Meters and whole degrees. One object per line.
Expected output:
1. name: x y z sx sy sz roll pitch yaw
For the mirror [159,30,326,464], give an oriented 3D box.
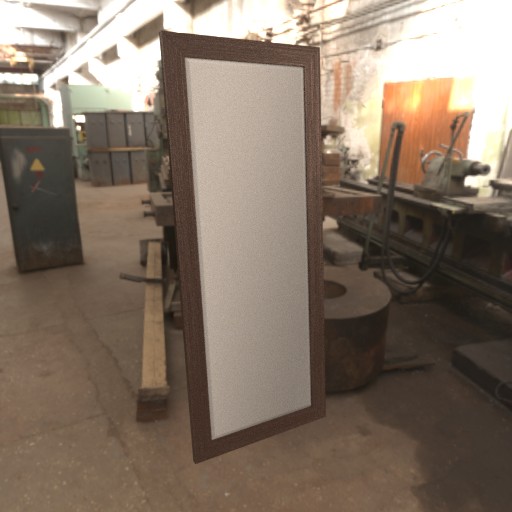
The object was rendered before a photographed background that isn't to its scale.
1. mirror: 0.000 0.000 2.236 0.812 2.020 0.221 -8 18 -27
